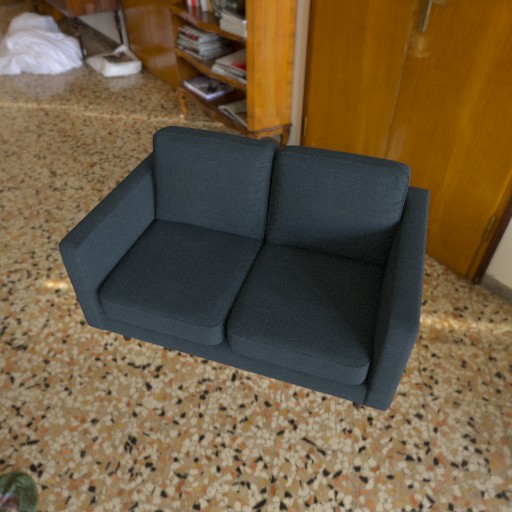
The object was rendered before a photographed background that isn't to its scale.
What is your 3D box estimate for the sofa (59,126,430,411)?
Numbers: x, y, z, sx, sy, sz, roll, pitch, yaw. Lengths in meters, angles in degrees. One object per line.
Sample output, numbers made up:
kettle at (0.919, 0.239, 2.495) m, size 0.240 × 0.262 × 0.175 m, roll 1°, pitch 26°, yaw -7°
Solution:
sofa at (0.000, 0.000, 2.218) m, size 1.518 × 0.930 × 0.999 m, roll 13°, pitch 43°, yaw 14°
